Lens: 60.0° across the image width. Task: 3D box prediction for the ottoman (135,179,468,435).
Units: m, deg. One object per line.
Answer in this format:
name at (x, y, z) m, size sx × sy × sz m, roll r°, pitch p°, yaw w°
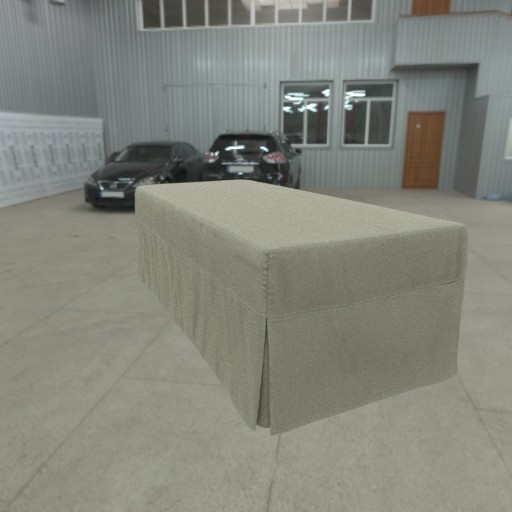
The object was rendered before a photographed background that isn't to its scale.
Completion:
ottoman at (0.000, 0.000, 1.675) m, size 0.665 × 0.457 × 1.388 m, roll -7°, pitch 17°, yaw -25°
